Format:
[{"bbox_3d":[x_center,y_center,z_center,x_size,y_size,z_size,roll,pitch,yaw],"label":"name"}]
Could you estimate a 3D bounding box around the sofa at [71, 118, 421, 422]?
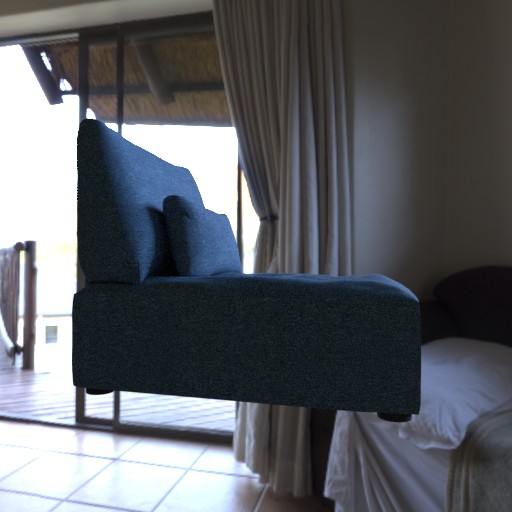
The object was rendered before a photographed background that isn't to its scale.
[{"bbox_3d":[0.000,0.000,1.514,1.000,0.820,0.700,0,-1,16],"label":"sofa"}]
